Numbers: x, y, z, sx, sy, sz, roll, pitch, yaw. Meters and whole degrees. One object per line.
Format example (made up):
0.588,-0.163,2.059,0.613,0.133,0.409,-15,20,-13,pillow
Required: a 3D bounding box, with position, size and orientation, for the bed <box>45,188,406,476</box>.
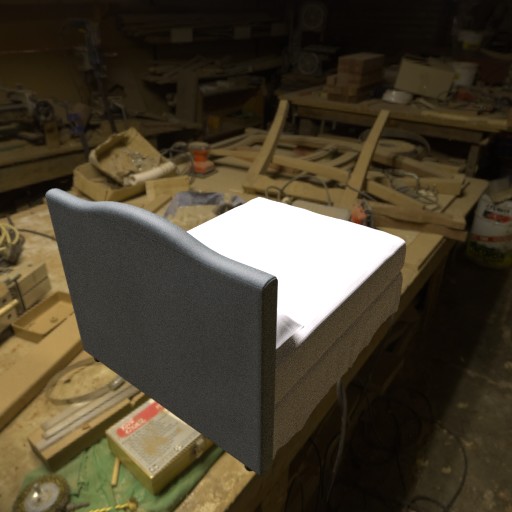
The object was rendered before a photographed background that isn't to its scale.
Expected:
0.000,0.000,3.367,1.753,1.460,2.143,21,36,32,bed
